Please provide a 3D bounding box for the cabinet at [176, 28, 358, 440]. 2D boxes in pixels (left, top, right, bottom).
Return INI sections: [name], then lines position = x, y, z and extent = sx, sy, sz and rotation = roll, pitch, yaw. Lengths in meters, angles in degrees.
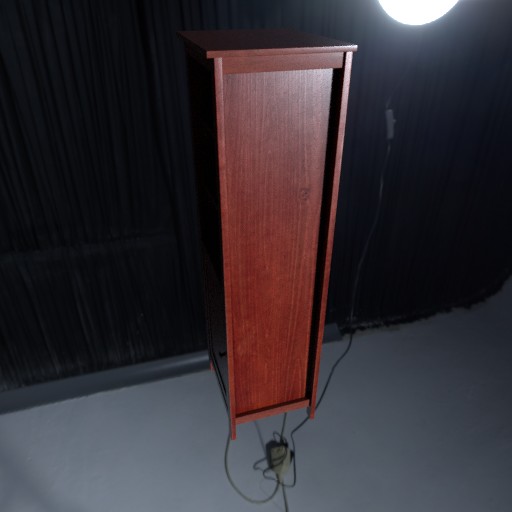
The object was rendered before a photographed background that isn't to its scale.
[cabinet]
position = 0.000, 0.000, 1.707
extent = 0.401, 1.518, 0.500
rotation = -9, 33, -14
